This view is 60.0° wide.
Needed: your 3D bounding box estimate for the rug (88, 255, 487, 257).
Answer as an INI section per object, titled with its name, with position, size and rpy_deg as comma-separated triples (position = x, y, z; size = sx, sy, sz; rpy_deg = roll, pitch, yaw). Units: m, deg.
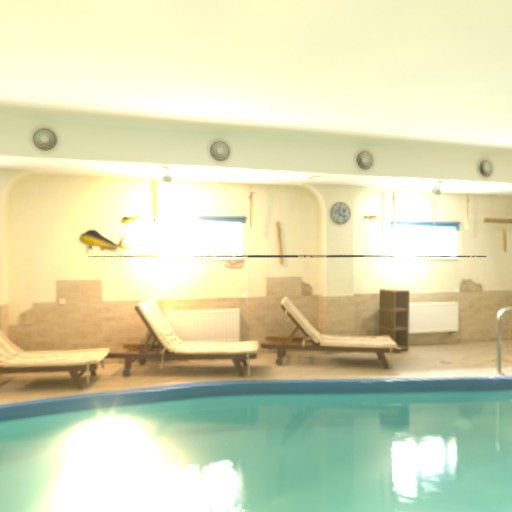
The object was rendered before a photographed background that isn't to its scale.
[rug]
position = 0.000, 0.000, 2.783
size = 1.524, 0.013, 2.135
rpy_deg = 0, 0, -35
